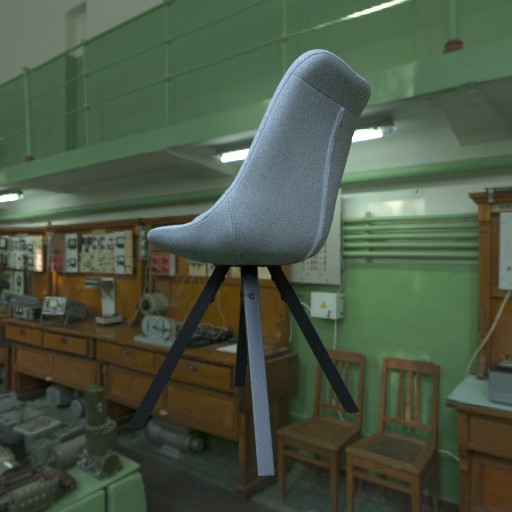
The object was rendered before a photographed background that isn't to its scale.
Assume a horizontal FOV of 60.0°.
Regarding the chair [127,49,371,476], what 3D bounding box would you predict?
[{"bbox_3d":[0.000,0.000,1.144,0.550,0.850,0.485,0,0,35],"label":"chair"}]
